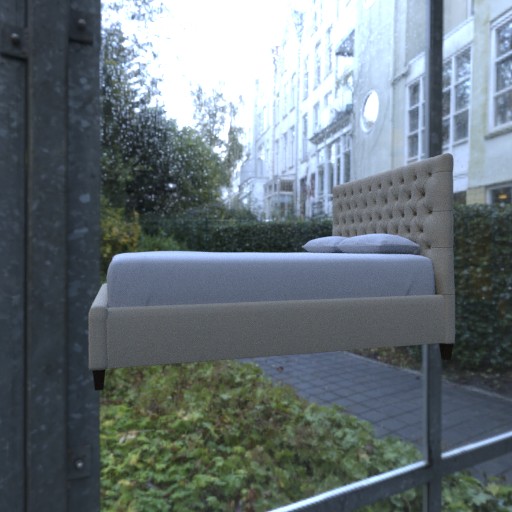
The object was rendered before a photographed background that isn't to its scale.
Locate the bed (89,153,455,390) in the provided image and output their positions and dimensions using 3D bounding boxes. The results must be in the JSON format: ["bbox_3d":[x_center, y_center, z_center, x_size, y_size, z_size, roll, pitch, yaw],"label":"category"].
[{"bbox_3d":[0.000,0.000,3.506,2.387,1.427,1.698,0,1,-17],"label":"bed"}]
